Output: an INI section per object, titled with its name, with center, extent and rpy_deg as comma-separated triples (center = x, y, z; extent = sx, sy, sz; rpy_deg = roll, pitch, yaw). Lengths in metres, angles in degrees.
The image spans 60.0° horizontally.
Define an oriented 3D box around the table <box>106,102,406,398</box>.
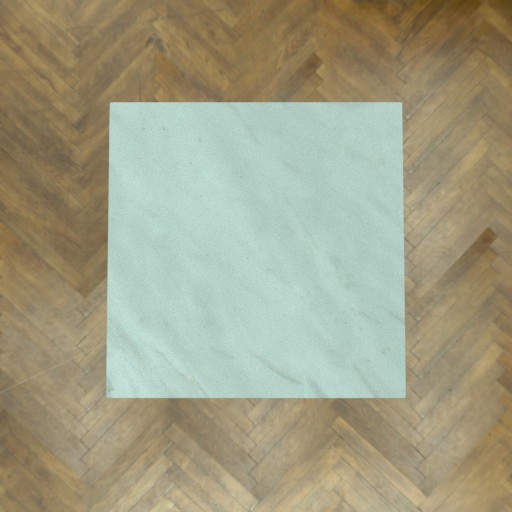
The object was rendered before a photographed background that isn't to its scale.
[table]
center = 0.000, 0.000, 0.884
extent = 0.455, 0.559, 0.455
rpy_deg = 0, 88, 0
